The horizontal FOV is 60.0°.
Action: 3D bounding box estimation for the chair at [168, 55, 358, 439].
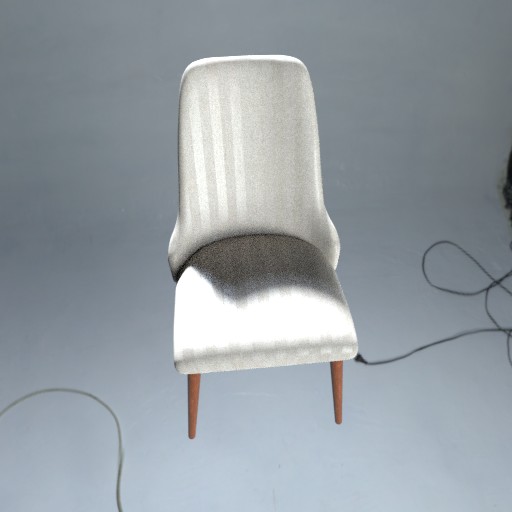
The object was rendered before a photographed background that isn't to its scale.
[{"bbox_3d":[0.000,0.000,1.326,0.526,0.917,0.684,-4,46,-4],"label":"chair"}]
